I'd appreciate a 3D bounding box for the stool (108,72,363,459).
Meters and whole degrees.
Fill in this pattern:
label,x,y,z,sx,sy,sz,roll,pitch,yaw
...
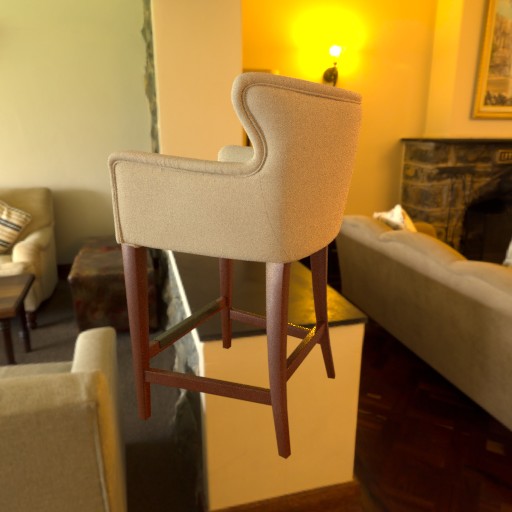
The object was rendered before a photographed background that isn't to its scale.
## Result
label,x,y,z,sx,sy,sz,roll,pitch,yaw
stool,0.000,0.000,1.327,0.570,0.951,0.601,7,17,25
